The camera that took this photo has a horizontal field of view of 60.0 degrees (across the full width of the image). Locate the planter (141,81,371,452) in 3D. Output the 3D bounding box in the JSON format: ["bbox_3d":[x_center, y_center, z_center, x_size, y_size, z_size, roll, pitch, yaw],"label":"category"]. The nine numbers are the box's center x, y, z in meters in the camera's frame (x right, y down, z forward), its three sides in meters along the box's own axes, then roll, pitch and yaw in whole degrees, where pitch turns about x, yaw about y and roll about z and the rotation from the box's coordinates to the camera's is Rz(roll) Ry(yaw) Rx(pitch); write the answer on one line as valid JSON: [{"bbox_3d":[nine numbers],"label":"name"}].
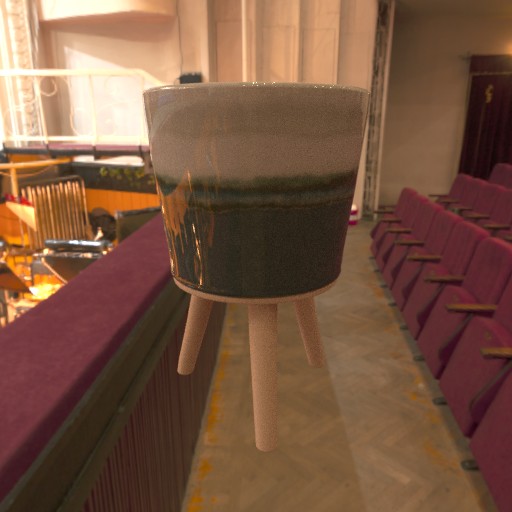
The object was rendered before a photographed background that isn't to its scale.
[{"bbox_3d":[0.000,0.000,0.476,0.217,0.331,0.217,2,16,7],"label":"planter"}]
